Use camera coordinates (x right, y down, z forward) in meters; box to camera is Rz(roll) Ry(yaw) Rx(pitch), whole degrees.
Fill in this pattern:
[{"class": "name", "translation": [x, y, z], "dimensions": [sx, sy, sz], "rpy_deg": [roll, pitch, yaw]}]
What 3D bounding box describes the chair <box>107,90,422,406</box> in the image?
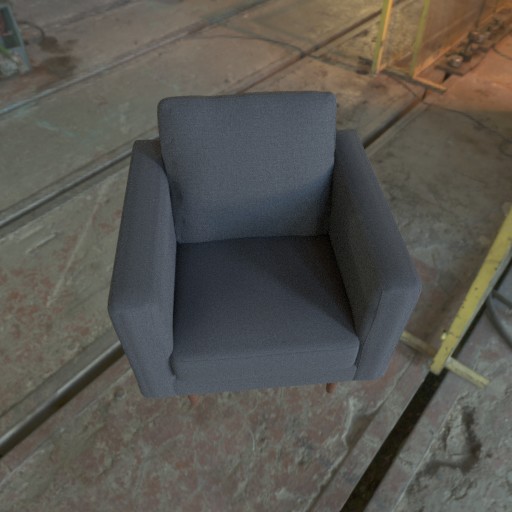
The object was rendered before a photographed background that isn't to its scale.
[{"class": "chair", "translation": [0.000, 0.000, 1.574], "dimensions": [0.854, 0.927, 0.800], "rpy_deg": [-4, 48, -3]}]
